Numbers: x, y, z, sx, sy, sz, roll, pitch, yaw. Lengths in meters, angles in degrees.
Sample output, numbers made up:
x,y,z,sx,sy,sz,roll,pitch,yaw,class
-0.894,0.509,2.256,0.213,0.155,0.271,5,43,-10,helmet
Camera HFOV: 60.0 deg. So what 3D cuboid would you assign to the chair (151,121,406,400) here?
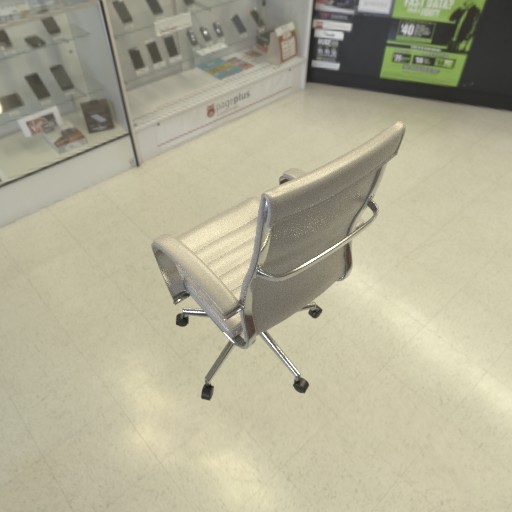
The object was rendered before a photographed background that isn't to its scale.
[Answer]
x,y,z,sx,sy,sz,roll,pitch,yaw,class
0.000,0.000,1.558,0.679,1.149,0.667,-31,54,-26,chair
